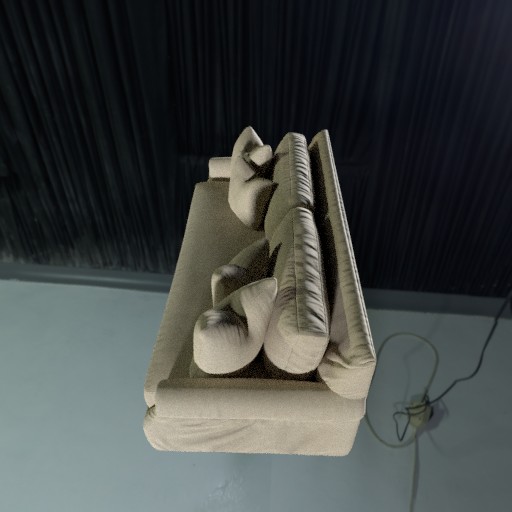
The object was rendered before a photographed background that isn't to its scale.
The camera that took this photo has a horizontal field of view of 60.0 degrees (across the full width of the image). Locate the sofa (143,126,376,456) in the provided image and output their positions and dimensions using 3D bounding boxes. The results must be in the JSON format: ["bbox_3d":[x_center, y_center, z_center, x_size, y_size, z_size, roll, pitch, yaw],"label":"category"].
[{"bbox_3d":[0.000,0.000,2.827,1.067,0.904,2.285,1,40,1],"label":"sofa"}]
